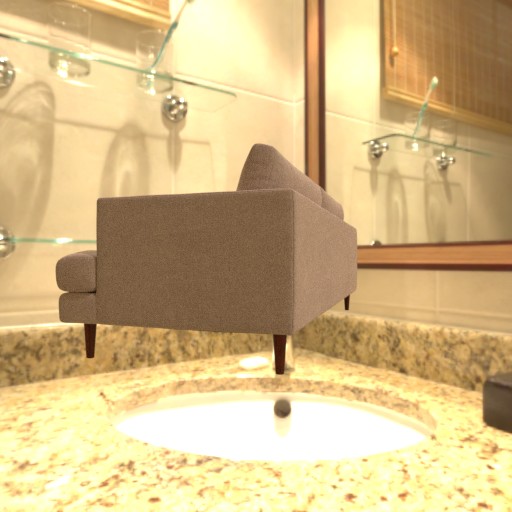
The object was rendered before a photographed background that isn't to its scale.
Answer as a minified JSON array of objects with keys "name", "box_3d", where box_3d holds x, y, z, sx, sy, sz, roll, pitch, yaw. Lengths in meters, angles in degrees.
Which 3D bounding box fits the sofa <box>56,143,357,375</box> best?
[{"name":"sofa","box_3d":[0.000,0.000,2.735,1.020,0.868,2.250,0,0,18]}]
